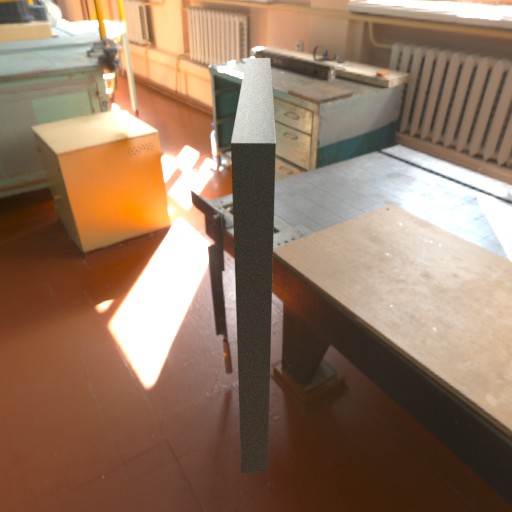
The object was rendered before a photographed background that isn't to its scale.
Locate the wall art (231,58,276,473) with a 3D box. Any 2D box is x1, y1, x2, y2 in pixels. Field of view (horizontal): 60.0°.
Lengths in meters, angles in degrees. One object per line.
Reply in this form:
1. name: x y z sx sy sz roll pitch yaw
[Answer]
1. wall art: 0.000 0.000 0.520 0.030 0.379 0.308 0 33 1
